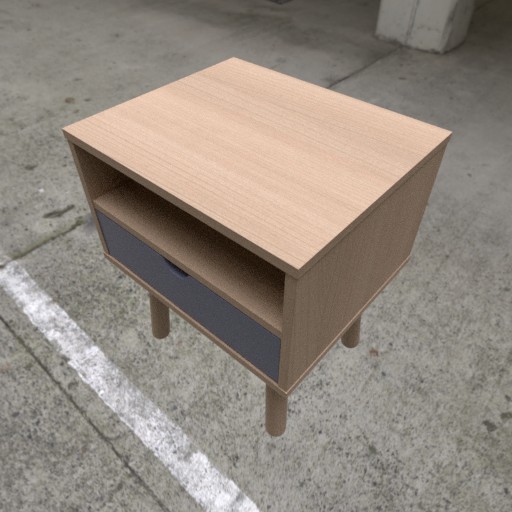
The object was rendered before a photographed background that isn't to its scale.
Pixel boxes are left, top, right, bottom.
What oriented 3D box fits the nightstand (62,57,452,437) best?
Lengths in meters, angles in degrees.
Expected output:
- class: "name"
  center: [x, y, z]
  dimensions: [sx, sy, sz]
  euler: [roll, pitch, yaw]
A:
- class: "nightstand"
  center: [0.000, 0.000, 0.853]
  dimensions: [0.450, 0.530, 0.380]
  euler: [31, 52, 28]
